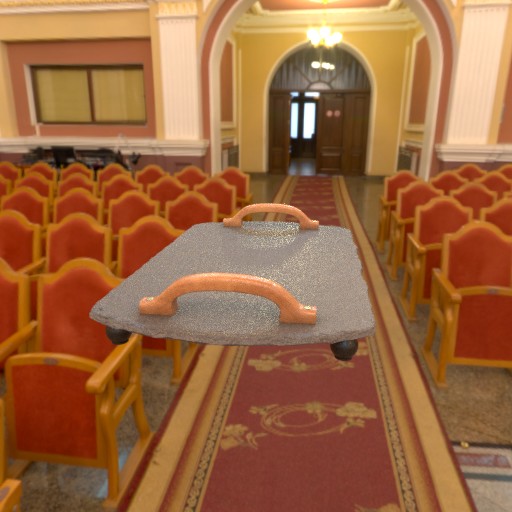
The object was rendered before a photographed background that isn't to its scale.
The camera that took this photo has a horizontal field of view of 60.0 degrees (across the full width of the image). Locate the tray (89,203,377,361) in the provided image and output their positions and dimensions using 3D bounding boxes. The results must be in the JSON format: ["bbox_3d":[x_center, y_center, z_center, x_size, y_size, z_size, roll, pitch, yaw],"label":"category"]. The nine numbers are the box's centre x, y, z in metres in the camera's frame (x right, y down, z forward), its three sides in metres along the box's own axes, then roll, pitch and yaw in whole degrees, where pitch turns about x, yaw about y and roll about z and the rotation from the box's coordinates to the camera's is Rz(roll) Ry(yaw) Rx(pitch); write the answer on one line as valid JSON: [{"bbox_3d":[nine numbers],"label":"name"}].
[{"bbox_3d":[0.000,0.000,0.488,0.231,0.062,0.387,2,17,8],"label":"tray"}]
